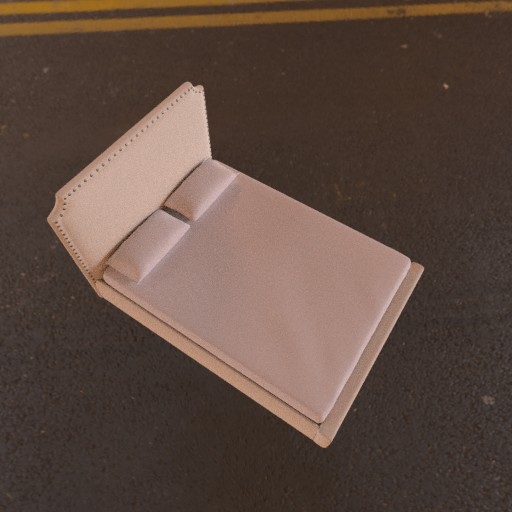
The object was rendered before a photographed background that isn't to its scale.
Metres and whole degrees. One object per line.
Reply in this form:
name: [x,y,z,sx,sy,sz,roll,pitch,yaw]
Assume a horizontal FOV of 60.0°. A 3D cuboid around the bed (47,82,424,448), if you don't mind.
bed: [0.000,0.000,3.556,2.372,1.443,1.712,29,63,17]
